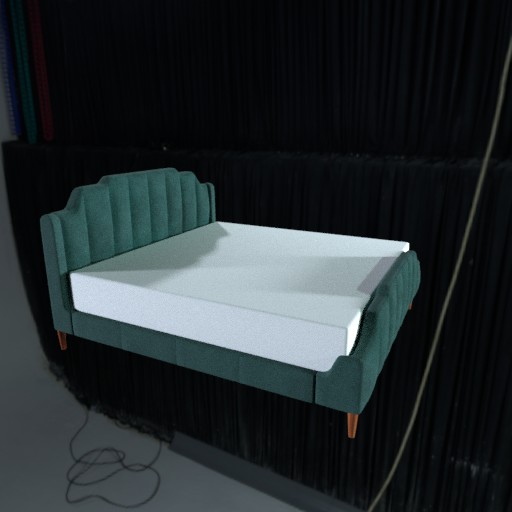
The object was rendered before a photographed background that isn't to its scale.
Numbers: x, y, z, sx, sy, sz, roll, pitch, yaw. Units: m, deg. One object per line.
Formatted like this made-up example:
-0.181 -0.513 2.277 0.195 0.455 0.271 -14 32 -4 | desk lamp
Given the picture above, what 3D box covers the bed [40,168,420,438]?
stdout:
0.000 0.000 3.563 2.340 1.245 2.074 8 18 26 | bed
